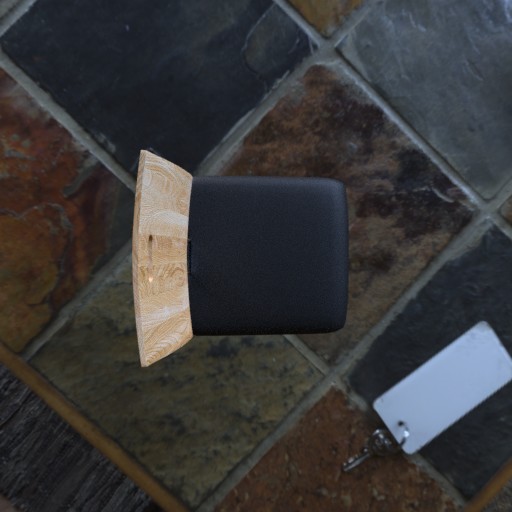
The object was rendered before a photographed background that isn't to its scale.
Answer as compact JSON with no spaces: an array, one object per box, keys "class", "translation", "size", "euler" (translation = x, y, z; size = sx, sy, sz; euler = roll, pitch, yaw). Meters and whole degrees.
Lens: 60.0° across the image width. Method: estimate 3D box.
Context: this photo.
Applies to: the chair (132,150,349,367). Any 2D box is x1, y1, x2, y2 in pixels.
[{"class":"chair","translation":[0.000,0.000,1.244],"size":[0.560,0.936,0.462],"euler":[0,91,-2]}]
